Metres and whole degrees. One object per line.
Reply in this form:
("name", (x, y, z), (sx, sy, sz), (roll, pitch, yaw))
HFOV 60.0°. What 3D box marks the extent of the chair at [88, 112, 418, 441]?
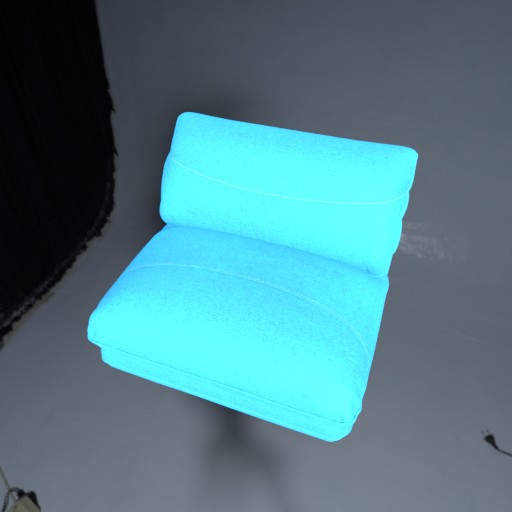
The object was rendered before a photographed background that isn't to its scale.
("chair", (0.000, 0.000, 1.379), (0.820, 0.580, 0.780), (14, 43, 15))
